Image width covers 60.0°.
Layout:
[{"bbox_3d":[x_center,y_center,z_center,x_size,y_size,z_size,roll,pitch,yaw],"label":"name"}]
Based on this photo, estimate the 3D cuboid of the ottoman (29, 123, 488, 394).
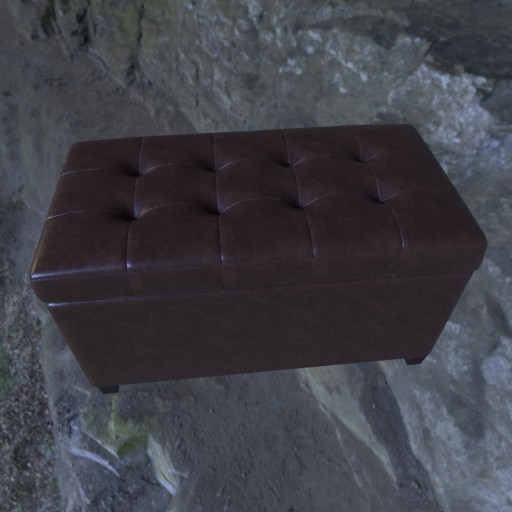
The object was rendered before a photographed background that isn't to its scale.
[{"bbox_3d":[0.000,0.000,1.078,0.838,0.470,0.432,-4,47,-4],"label":"ottoman"}]
